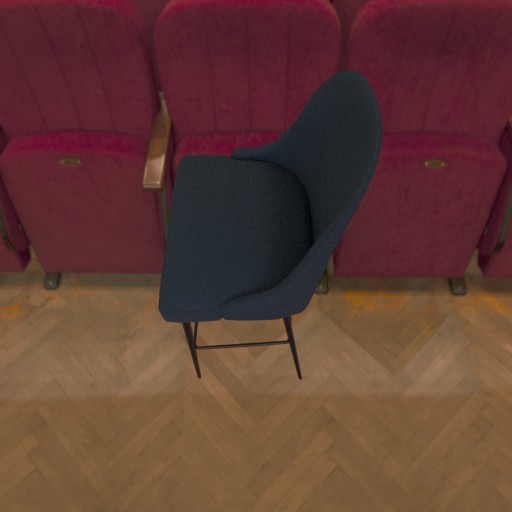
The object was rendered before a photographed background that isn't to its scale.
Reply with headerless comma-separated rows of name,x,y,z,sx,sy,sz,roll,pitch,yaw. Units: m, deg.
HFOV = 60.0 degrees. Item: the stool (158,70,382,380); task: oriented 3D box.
stool,0.000,0.000,1.328,0.489,1.079,0.527,1,59,1
